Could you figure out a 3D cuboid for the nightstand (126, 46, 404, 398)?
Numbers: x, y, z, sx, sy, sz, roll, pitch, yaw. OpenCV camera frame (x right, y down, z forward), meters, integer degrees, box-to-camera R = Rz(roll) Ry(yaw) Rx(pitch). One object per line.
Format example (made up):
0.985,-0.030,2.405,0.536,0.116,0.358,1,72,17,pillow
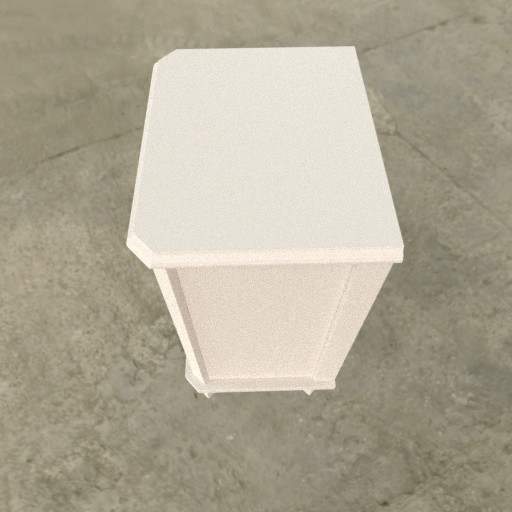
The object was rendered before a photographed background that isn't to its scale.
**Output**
0.000,0.000,0.935,0.351,0.681,0.435,-1,58,-1,nightstand
